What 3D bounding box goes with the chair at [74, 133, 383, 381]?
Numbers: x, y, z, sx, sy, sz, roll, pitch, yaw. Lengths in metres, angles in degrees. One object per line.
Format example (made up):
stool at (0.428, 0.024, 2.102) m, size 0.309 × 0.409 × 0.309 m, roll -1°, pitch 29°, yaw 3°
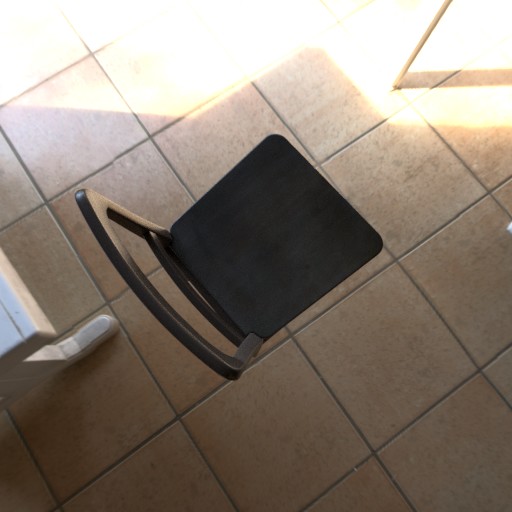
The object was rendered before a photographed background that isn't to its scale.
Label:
chair at (0.000, 0.000, 1.259) m, size 0.546 × 0.991 × 0.450 m, roll -40°, pitch 80°, yaw -9°
